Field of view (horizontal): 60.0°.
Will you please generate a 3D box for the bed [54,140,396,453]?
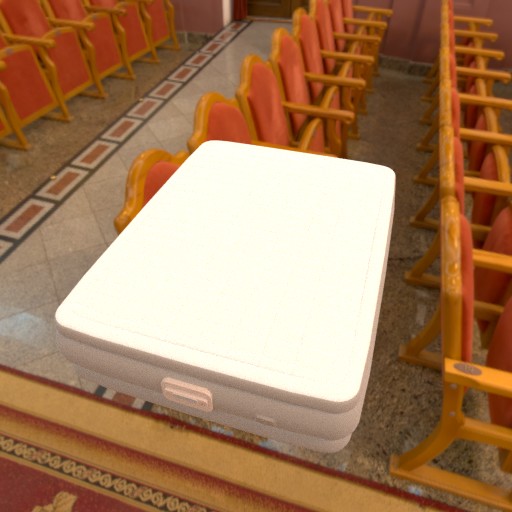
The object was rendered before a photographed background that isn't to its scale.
[{"bbox_3d":[0.000,0.000,2.681,1.520,0.460,2.036,12,43,13],"label":"bed"}]
